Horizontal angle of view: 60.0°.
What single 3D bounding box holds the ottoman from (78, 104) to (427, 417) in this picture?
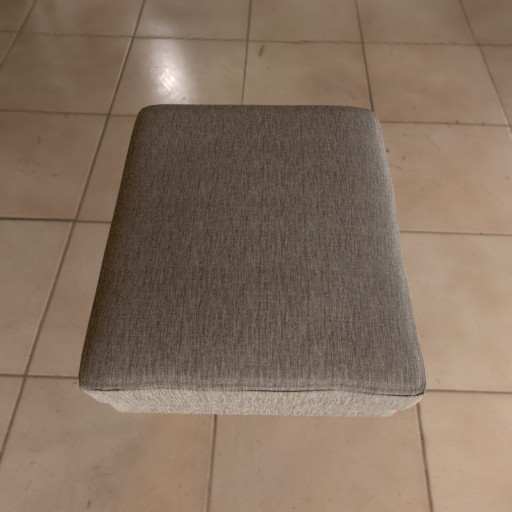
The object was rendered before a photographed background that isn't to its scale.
[{"bbox_3d":[0.000,0.000,1.439,0.839,0.492,0.994,1,58,1],"label":"ottoman"}]
